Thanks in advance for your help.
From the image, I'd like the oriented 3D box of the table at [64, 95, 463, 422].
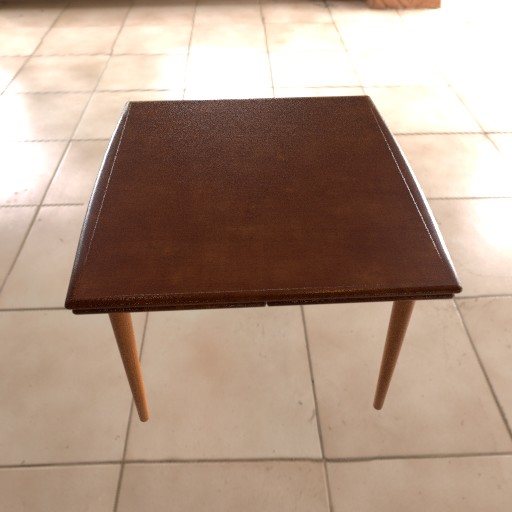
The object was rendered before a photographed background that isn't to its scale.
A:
[{"bbox_3d":[0.000,0.000,1.653,0.991,0.754,0.991,-2,46,-2],"label":"table"}]
